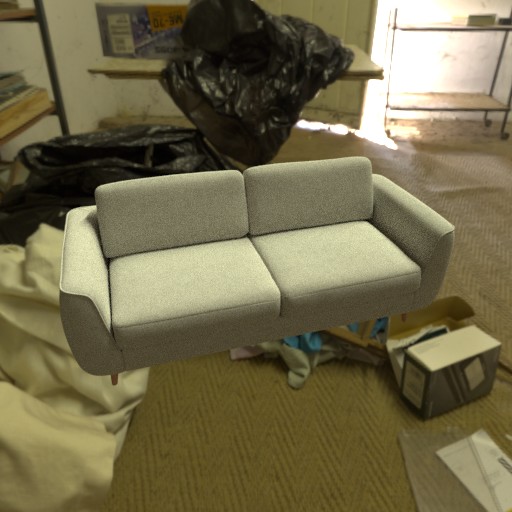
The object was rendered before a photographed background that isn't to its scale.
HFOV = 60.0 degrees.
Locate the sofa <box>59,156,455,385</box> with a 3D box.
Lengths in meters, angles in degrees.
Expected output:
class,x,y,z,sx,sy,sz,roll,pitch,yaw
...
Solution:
class,x,y,z,sx,sy,sz,roll,pitch,yaw
sofa,0.000,0.000,2.502,2.000,0.850,0.920,-9,33,-14
